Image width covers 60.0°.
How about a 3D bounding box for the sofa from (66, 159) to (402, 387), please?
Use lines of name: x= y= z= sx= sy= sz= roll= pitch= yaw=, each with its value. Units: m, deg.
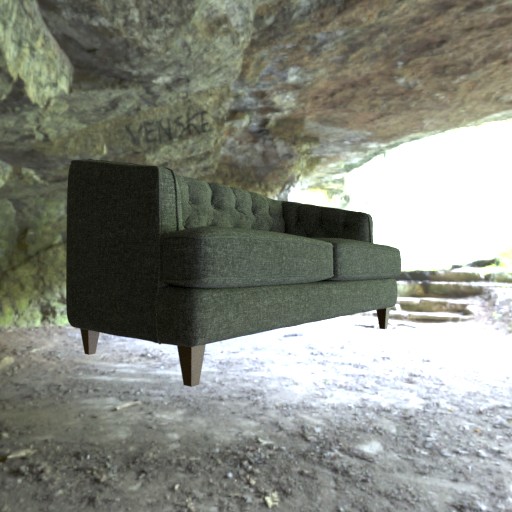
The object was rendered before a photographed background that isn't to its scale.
sofa: x=0.000 y=0.000 z=2.256 sx=0.941 sy=0.855 sz=1.733 roll=-1 pitch=-2 yaw=38
